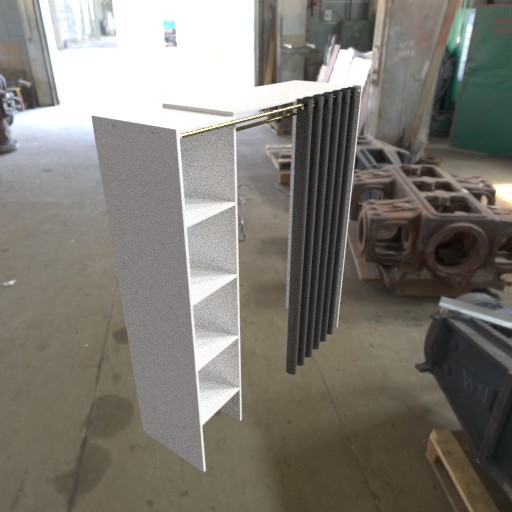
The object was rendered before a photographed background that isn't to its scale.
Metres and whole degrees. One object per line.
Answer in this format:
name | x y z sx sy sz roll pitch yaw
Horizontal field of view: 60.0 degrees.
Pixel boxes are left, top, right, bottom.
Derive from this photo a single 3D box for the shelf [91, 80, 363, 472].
shelf | 0.000 0.000 2.658 0.500 1.810 1.600 18 33 31
